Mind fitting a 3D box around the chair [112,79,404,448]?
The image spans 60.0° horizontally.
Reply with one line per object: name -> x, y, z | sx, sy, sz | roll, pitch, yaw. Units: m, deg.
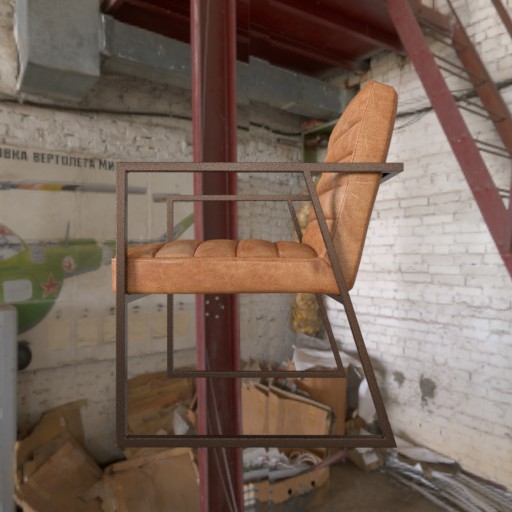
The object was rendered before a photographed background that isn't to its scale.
chair -> 0.000, 0.000, 1.247 | 0.677, 0.832, 0.571 | 0, 0, 0
